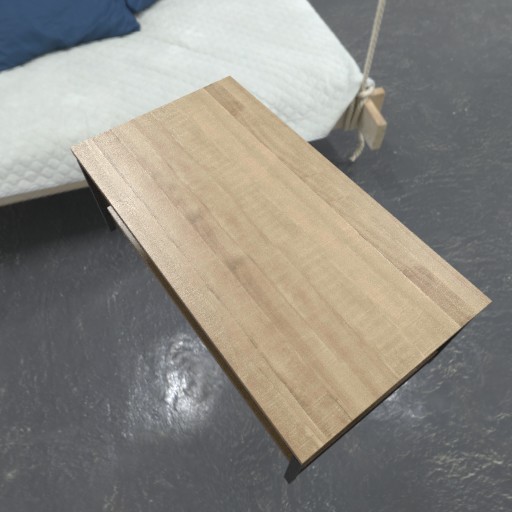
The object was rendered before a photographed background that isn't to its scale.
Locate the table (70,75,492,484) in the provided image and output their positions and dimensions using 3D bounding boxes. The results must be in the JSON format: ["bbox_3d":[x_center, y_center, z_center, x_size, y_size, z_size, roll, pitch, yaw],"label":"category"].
[{"bbox_3d":[0.000,0.000,1.330,0.574,0.393,1.062,-32,62,-19],"label":"table"}]
